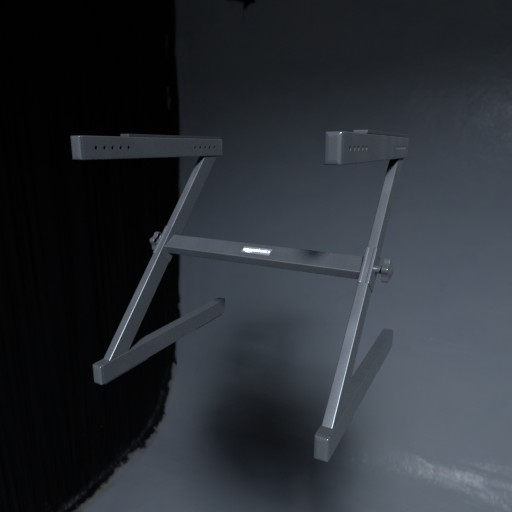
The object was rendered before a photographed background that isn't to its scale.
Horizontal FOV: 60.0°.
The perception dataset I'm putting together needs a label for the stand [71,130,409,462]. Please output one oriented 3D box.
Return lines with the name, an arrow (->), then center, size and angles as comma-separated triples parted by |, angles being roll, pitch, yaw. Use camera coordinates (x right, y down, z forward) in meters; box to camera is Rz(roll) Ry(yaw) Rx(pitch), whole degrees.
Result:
stand -> 0.000, 0.000, 1.160 | 0.700, 0.617, 0.586 | 7, 16, 27
